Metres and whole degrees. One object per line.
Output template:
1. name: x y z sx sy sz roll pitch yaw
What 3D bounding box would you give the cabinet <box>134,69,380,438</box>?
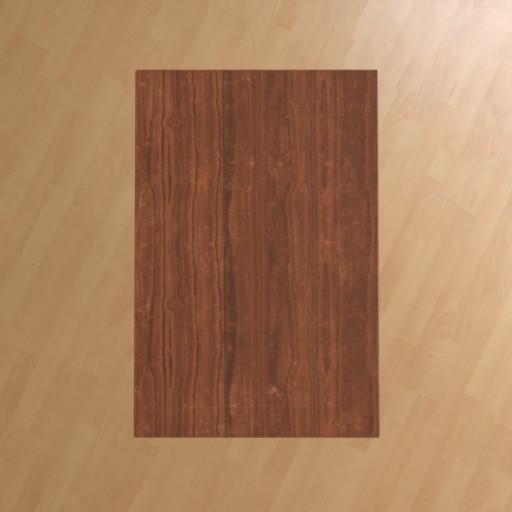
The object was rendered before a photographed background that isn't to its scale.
1. cabinet: 0.000 0.000 1.076 0.410 0.695 0.607 0 89 0
